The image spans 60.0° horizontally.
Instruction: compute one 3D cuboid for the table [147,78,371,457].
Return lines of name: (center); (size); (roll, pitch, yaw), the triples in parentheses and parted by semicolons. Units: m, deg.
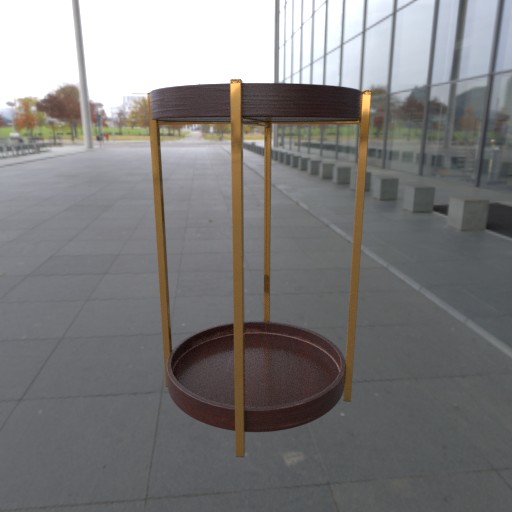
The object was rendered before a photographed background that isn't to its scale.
table: (0.000, 0.000, 0.873); (0.400, 0.610, 0.400); (2, 16, 8)
